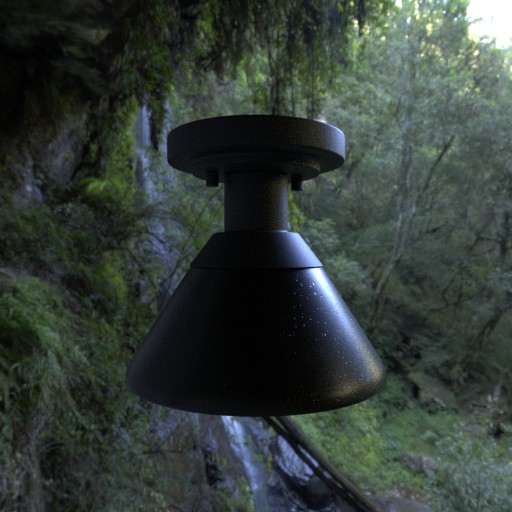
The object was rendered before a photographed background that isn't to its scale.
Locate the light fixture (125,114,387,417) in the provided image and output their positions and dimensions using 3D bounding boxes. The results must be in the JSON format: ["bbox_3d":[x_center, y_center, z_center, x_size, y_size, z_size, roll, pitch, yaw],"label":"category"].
[{"bbox_3d":[0.000,0.000,0.354,0.200,0.183,0.200,0,0,0],"label":"light fixture"}]
